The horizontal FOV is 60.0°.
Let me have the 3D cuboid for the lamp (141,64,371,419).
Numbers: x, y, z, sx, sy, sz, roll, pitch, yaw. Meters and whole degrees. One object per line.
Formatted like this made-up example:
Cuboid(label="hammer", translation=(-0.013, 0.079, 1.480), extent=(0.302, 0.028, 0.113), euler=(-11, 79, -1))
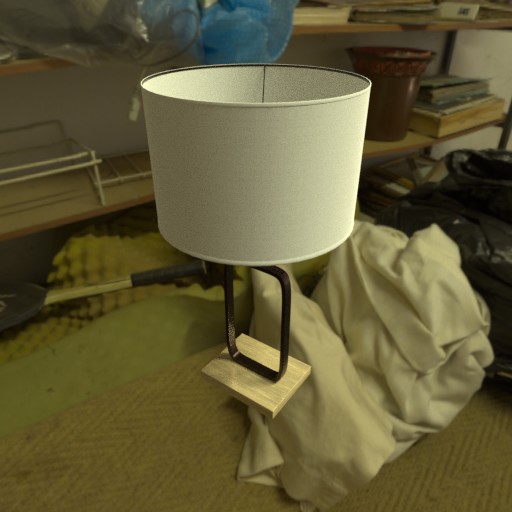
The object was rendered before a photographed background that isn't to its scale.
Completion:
Cuboid(label="lamp", translation=(0.000, 0.000, 0.677), extent=(0.279, 0.508, 0.279), euler=(20, 36, 30))
